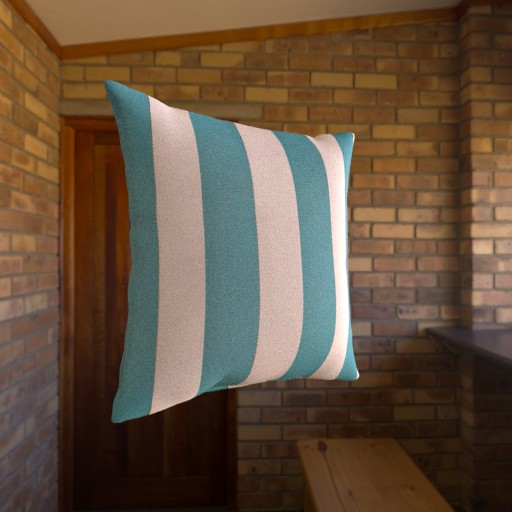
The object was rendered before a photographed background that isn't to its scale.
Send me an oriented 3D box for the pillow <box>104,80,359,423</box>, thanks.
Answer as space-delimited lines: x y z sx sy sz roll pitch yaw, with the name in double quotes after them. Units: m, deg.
0.000 0.000 0.801 0.536 0.526 0.189 0 0 -35 "pillow"
